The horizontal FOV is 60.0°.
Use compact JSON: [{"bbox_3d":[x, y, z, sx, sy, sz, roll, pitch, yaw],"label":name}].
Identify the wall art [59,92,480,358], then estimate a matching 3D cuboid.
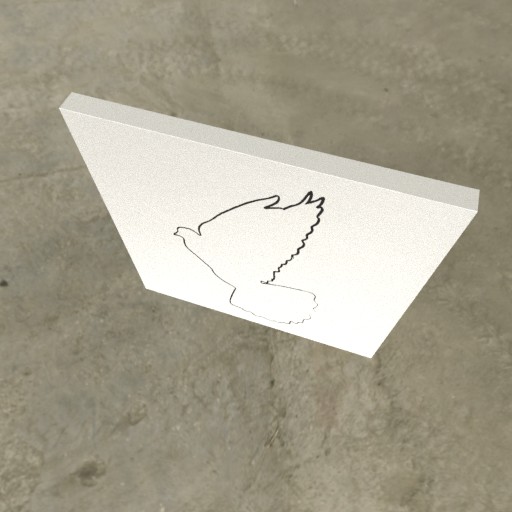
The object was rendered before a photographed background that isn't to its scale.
[{"bbox_3d":[0.000,0.000,0.887,0.610,0.610,0.038,16,61,9],"label":"wall art"}]
